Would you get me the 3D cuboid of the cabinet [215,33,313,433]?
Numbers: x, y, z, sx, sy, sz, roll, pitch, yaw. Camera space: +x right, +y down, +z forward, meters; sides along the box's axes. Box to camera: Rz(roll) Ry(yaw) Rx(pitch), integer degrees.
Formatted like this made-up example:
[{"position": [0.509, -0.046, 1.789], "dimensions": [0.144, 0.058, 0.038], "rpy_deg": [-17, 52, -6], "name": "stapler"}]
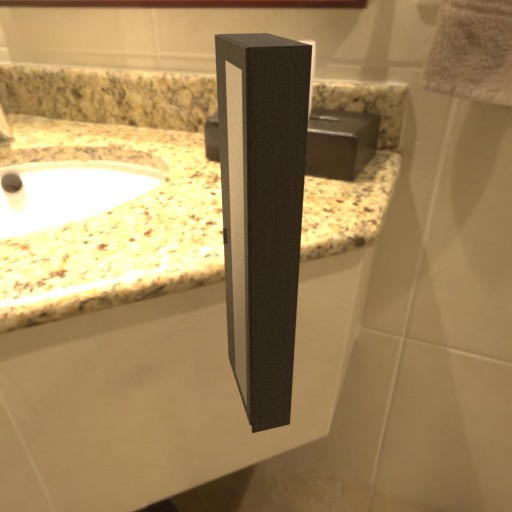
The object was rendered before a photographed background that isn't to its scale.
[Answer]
[{"position": [0.000, 0.000, 2.030], "dimensions": [0.230, 1.790, 0.500], "rpy_deg": [-8, 32, -13], "name": "cabinet"}]
